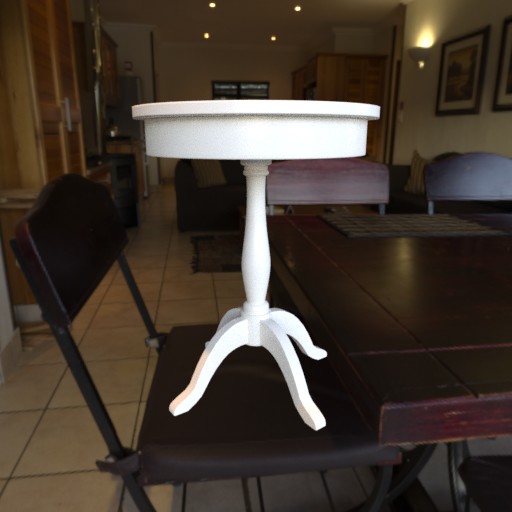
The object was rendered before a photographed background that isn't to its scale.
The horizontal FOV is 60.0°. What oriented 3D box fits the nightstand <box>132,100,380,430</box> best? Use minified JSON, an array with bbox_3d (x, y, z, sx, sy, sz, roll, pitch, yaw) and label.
[{"bbox_3d":[0.000,0.000,1.033,0.513,0.653,0.513,-8,17,-26],"label":"nightstand"}]
